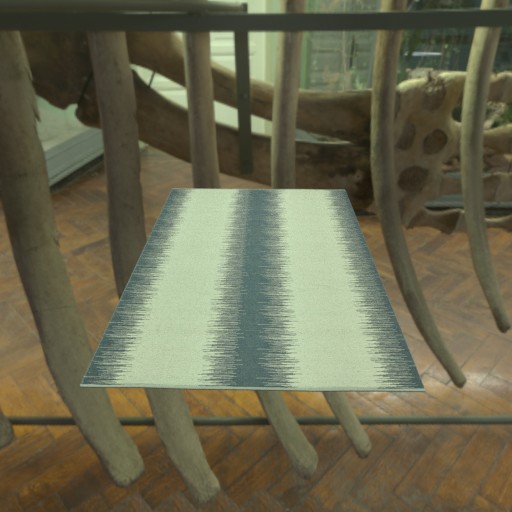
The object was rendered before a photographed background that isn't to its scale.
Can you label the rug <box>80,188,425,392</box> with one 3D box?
[{"bbox_3d":[0.000,0.000,2.365,1.234,0.006,1.854,1,31,1],"label":"rug"}]
